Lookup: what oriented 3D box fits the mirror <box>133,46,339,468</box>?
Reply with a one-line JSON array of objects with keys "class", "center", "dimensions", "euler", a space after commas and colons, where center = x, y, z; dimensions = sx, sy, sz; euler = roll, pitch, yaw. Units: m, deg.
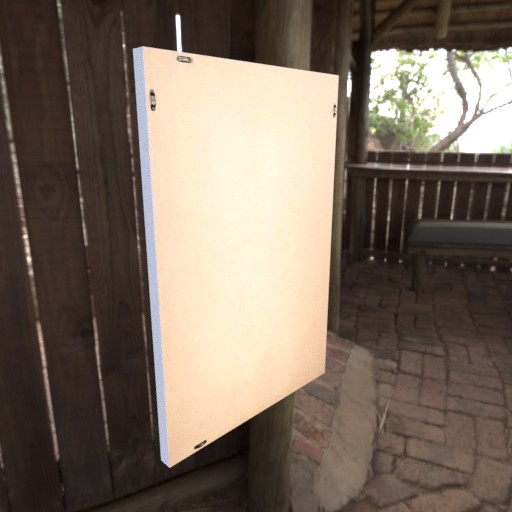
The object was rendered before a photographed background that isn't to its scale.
[{"class": "mirror", "center": [0.000, 0.000, 1.143], "dimensions": [0.609, 0.914, 0.041], "euler": [-15, 22, -43]}]
